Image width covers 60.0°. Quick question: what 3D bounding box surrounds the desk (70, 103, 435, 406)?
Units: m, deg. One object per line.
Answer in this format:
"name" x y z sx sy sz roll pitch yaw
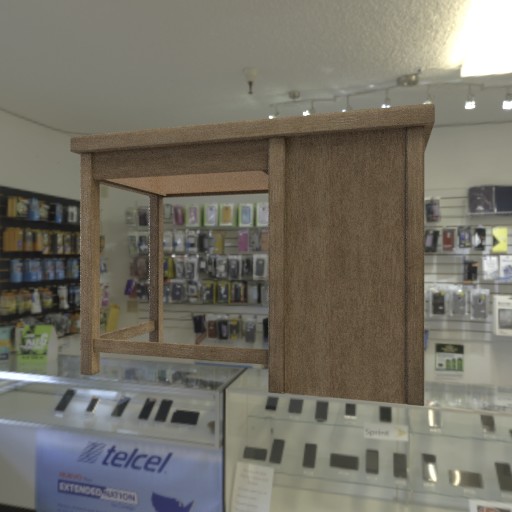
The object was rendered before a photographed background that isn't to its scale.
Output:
"desk" 0.000 0.000 1.788 1.289 0.912 0.610 0 0 17
